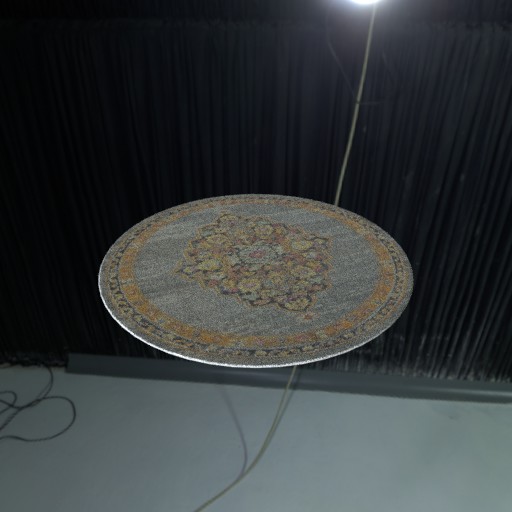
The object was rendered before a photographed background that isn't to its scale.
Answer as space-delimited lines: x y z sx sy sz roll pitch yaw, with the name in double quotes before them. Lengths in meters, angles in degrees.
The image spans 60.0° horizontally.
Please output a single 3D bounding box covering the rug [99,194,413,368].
"rug" 0.000 0.000 2.352 1.598 0.010 1.598 0 32 0
